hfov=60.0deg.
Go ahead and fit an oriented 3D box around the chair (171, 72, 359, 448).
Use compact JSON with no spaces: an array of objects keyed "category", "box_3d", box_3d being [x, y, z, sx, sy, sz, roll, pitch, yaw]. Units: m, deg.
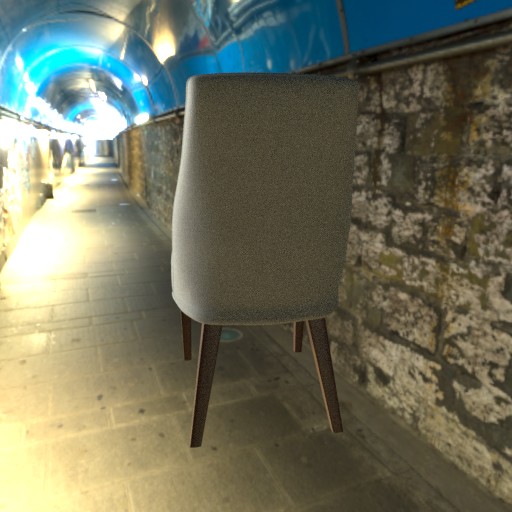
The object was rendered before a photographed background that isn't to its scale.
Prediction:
[{"category":"chair","box_3d":[0.000,0.000,1.307,0.500,0.930,0.620,-2,14,-9]}]
